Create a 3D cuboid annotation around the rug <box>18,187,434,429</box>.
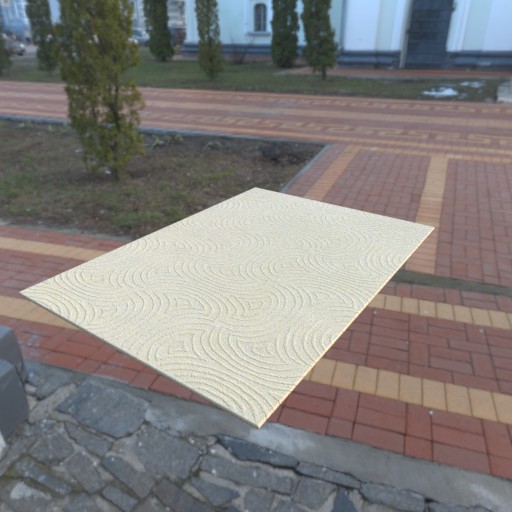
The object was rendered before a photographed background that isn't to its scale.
[{"bbox_3d":[0.000,0.000,2.687,1.526,0.015,2.132,18,32,31],"label":"rug"}]
